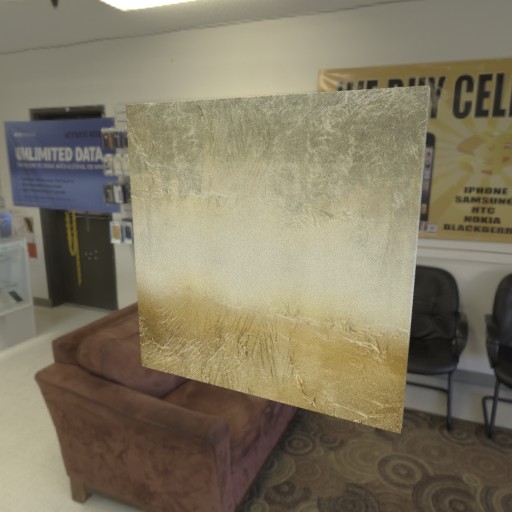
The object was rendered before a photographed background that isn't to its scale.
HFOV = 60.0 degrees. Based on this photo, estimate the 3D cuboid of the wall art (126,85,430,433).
[{"bbox_3d":[0.000,0.000,1.609,1.092,1.091,0.051,6,14,26],"label":"wall art"}]
